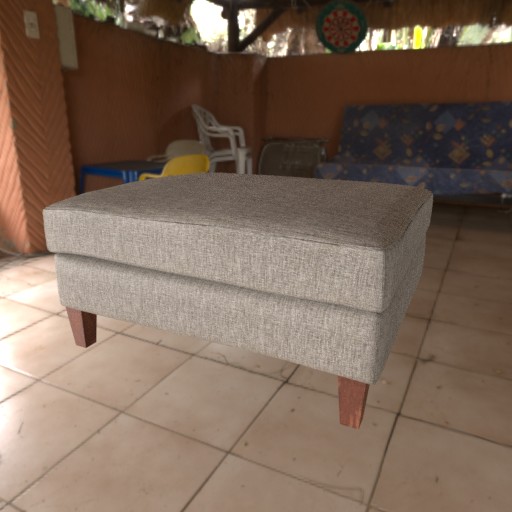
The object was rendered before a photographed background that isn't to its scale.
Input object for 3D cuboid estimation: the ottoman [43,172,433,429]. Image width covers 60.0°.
[{"bbox_3d":[0.000,0.000,1.462,0.994,0.492,0.839,8,19,25],"label":"ottoman"}]
